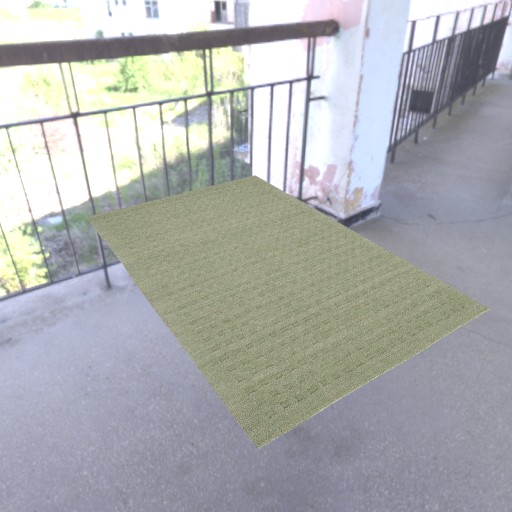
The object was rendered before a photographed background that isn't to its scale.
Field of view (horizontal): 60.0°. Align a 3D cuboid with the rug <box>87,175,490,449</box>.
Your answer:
[{"bbox_3d":[0.000,0.000,2.156,1.143,0.006,1.747,-19,37,-28],"label":"rug"}]
